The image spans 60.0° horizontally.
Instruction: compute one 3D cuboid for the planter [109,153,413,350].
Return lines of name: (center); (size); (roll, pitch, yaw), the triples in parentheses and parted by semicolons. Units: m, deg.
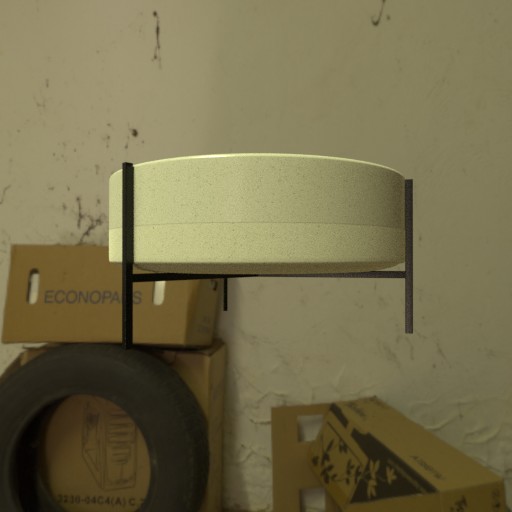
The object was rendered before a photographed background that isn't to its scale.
planter: (0.000, 0.000, 0.533); (0.336, 0.171, 0.345); (0, 0, -17)
